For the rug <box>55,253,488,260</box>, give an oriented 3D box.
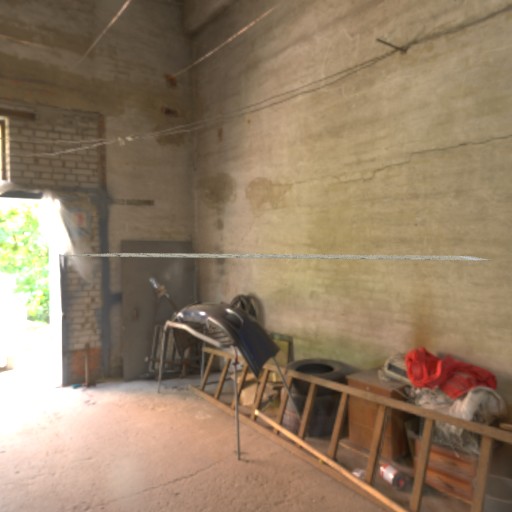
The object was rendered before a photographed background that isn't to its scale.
[{"bbox_3d":[0.000,0.000,2.706,2.464,0.005,0.660,1,2,18],"label":"rug"}]
